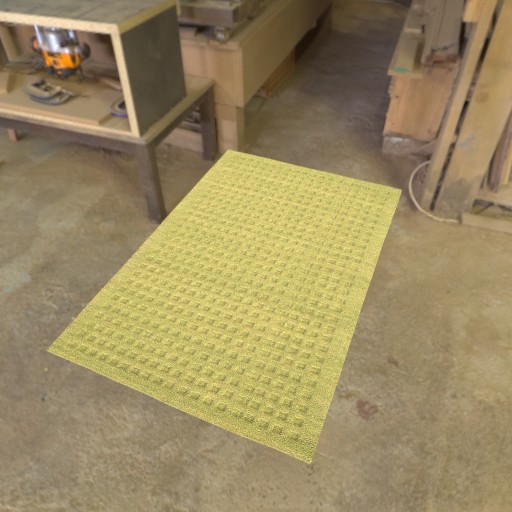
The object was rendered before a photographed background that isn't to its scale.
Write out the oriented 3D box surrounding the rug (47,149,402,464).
[{"bbox_3d":[0.000,0.000,2.973,1.529,0.007,2.297,17,47,16],"label":"rug"}]
